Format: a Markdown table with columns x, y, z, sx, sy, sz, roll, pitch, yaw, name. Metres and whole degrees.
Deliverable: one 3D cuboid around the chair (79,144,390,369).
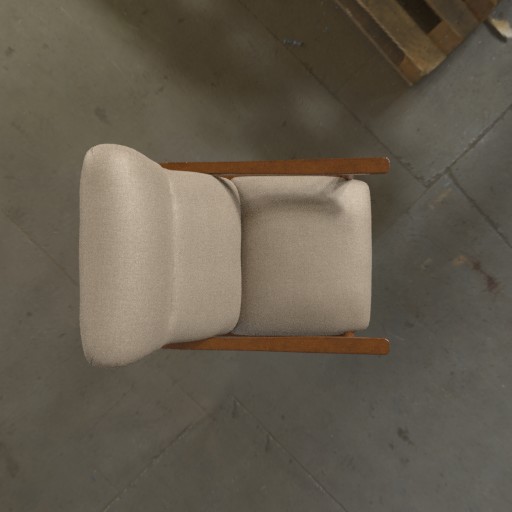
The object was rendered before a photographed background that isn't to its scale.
| x | y | z | sx | sy | sz | roll | pitch | yaw | name |
| --- | --- | --- | --- | --- | --- | --- | --- | --- | --- |
| 0.000 | 0.000 | 1.788 | 1.032 | 1.082 | 0.762 | 0 | 90 | -1 | chair |
